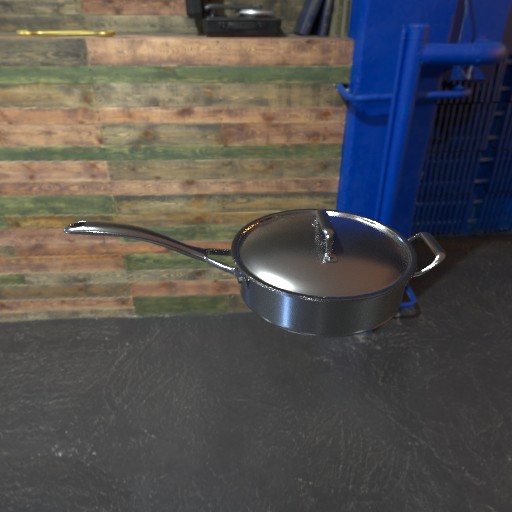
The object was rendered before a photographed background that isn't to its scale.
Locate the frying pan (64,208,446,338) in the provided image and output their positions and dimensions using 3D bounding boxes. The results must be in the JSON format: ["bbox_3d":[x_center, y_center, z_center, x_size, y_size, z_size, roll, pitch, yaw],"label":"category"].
[{"bbox_3d":[0.000,0.000,0.599,0.492,0.111,0.245,-1,30,-2],"label":"frying pan"}]
